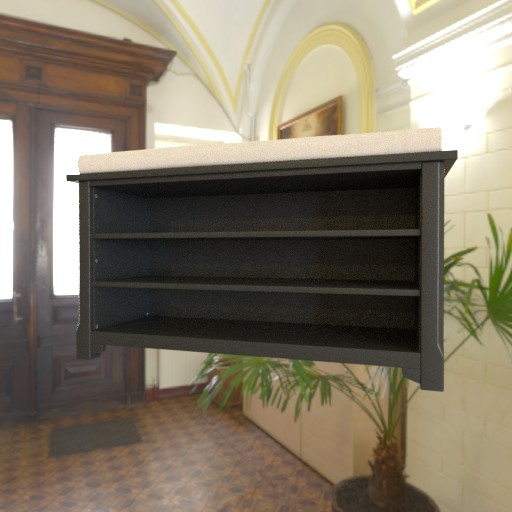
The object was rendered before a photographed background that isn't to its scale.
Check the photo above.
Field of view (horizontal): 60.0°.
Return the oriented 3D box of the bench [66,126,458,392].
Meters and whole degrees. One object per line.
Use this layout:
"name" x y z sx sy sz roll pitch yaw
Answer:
"bench" 0.000 0.000 1.217 0.973 0.561 0.345 0 1 18
